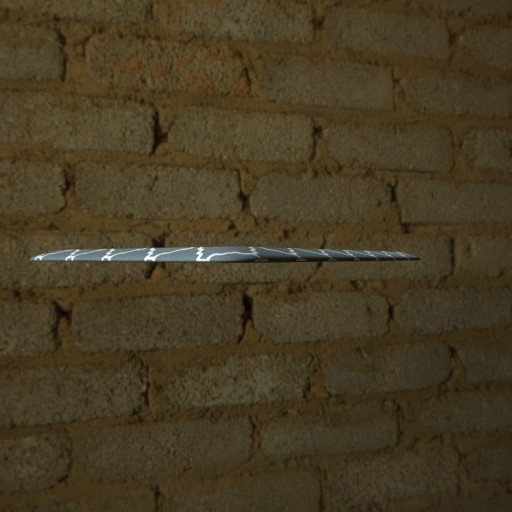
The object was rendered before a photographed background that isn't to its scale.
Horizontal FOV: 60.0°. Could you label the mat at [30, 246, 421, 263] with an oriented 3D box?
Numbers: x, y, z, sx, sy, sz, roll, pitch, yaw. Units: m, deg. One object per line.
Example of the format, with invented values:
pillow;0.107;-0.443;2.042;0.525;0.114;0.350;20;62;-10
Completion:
mat;0.000;0.000;0.972;0.508;0.021;0.762;0;0;36
